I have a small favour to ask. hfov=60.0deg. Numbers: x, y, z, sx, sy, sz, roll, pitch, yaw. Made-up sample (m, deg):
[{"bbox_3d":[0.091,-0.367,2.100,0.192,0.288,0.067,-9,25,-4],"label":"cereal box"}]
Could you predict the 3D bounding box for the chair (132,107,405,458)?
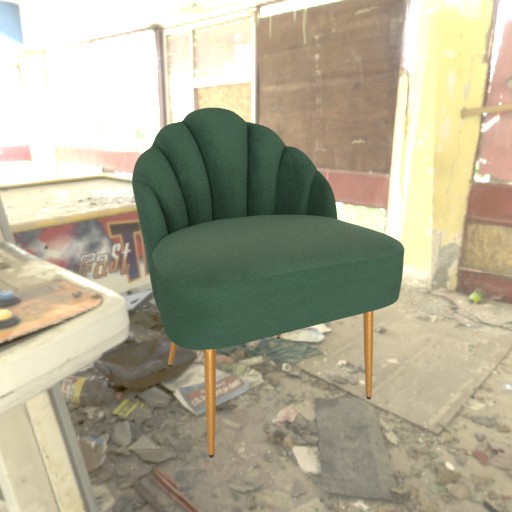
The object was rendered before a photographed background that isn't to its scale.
[{"bbox_3d":[0.000,0.000,1.267,0.657,0.819,0.599,-9,19,-27],"label":"chair"}]
